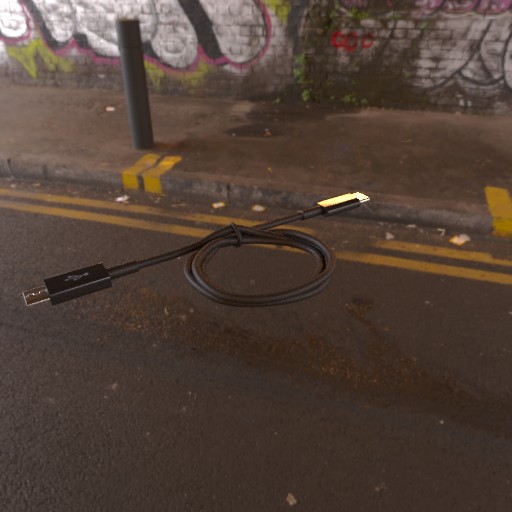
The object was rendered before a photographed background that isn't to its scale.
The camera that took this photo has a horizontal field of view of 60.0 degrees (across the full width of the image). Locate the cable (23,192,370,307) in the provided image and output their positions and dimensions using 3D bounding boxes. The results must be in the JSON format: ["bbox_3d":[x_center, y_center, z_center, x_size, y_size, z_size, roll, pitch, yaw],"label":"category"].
[{"bbox_3d":[0.000,0.000,0.206,0.192,0.014,0.070,-19,36,-28],"label":"cable"}]
